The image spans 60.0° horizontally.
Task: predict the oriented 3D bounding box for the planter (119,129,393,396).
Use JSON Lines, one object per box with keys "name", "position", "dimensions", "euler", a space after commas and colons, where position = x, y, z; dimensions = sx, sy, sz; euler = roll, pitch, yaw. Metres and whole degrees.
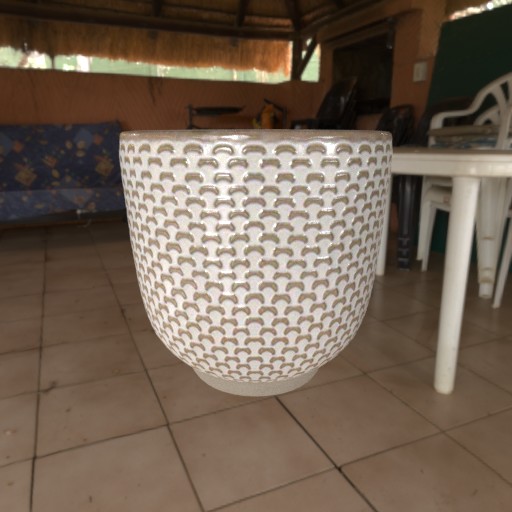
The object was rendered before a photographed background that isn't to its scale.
{"name": "planter", "position": [0.000, 0.000, 0.353], "dimensions": [0.197, 0.191, 0.197], "euler": [0, 15, 0]}
